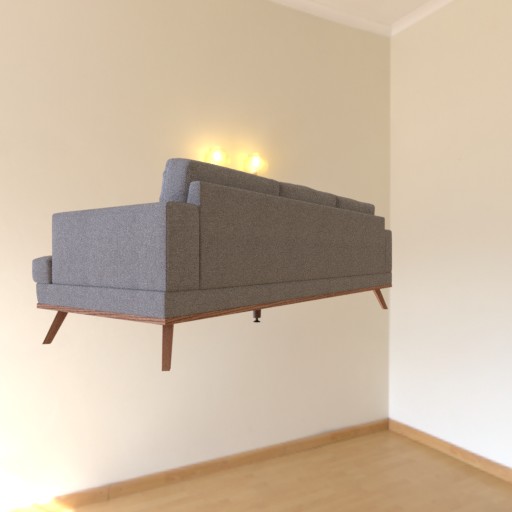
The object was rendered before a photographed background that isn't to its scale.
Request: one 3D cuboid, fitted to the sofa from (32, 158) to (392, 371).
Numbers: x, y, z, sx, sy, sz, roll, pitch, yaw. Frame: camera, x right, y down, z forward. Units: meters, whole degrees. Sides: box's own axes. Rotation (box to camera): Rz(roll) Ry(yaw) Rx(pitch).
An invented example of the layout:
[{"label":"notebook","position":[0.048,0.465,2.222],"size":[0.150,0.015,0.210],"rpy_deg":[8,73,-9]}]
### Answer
[{"label":"sofa","position":[0.000,0.000,2.715],"size":[0.920,0.810,2.310],"rpy_deg":[0,0,36]}]
